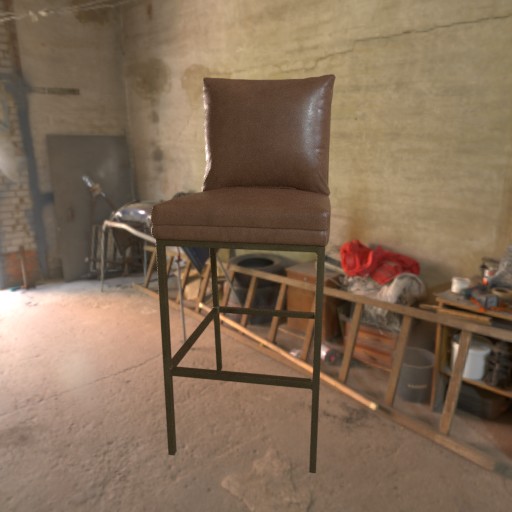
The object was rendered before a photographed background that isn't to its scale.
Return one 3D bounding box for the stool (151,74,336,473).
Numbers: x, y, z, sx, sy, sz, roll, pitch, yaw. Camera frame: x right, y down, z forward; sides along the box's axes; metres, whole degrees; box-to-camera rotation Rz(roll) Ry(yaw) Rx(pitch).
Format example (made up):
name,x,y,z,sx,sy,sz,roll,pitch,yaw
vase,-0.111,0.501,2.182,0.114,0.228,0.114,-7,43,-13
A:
name,x,y,z,sx,sy,sz,roll,pitch,yaw
stool,0.000,0.000,1.419,0.463,1.124,0.571,3,15,10
